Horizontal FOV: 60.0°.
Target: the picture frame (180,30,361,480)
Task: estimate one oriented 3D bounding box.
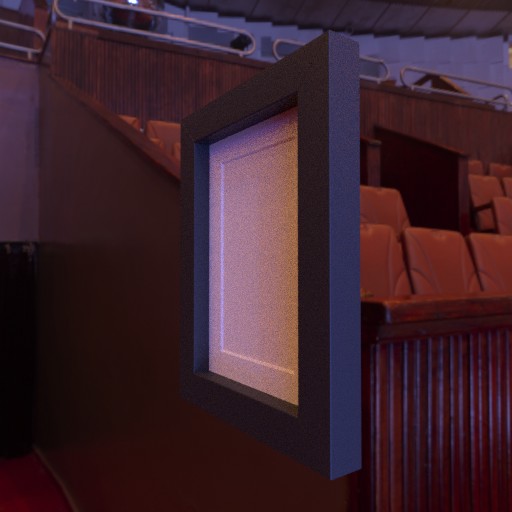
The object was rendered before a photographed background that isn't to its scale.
[{"bbox_3d":[0.000,0.000,0.276,0.028,0.208,0.157,1,-2,-35],"label":"picture frame"}]
